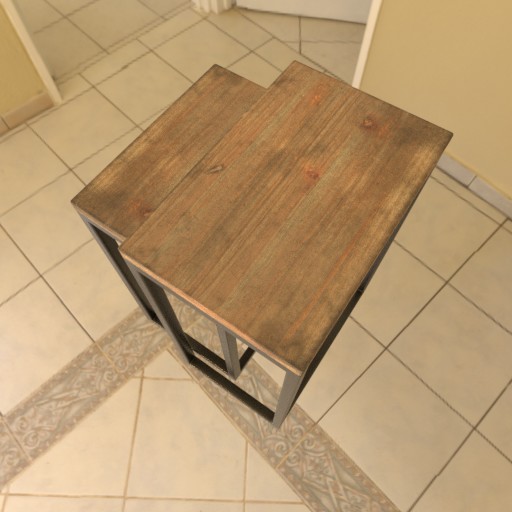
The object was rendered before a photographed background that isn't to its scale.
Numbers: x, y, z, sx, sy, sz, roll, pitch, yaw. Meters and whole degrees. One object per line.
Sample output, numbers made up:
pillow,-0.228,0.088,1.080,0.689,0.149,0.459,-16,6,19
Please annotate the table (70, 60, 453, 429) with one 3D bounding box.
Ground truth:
table,0.000,0.000,0.931,0.460,0.615,0.456,34,68,16
